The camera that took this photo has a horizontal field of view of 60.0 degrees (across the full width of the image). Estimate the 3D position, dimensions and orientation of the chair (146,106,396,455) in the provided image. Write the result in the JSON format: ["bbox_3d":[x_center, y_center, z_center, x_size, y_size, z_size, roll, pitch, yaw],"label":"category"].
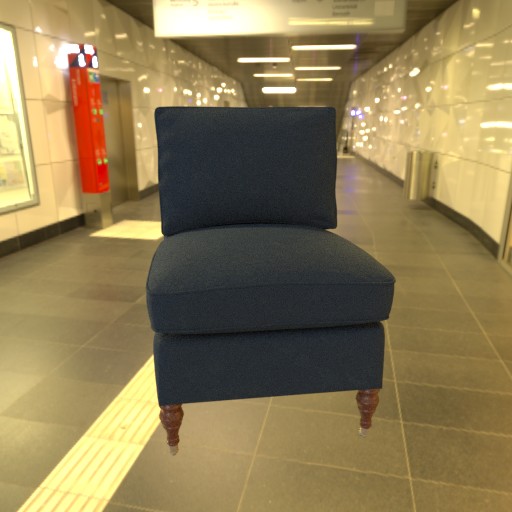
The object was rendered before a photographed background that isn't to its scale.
[{"bbox_3d":[0.000,0.000,1.621,0.724,1.052,0.912,-2,17,-7],"label":"chair"}]
